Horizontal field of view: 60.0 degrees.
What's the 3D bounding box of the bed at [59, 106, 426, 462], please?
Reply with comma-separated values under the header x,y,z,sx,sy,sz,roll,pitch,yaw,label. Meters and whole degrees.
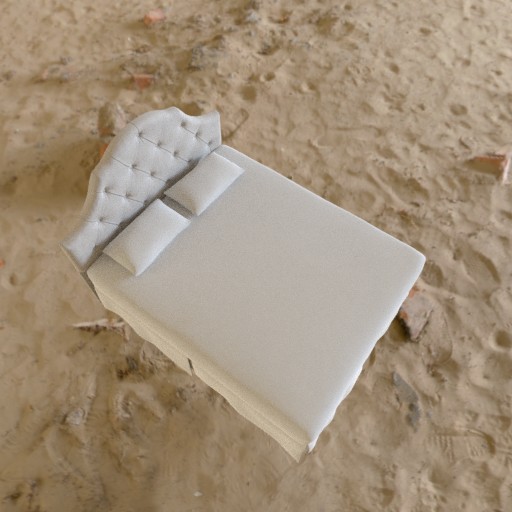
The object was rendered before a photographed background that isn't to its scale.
x,y,z,sx,sy,sz,roll,pitch,yaw,label
0.000,0.000,3.779,2.477,1.617,2.039,32,64,18,bed
